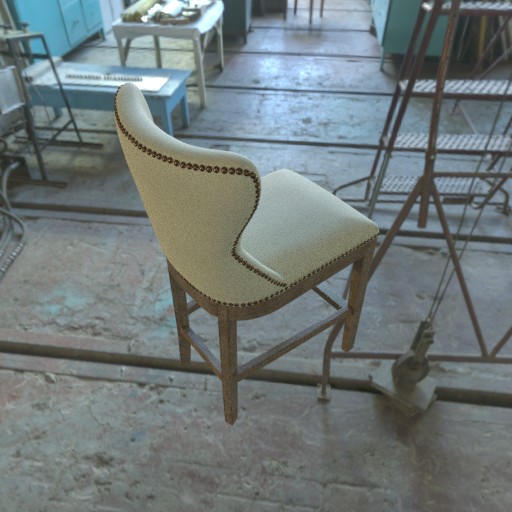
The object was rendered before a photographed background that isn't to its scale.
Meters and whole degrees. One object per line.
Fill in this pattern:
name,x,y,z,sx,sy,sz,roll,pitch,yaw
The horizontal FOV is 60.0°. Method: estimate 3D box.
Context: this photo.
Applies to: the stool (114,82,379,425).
stool,0.000,0.000,1.306,0.608,0.981,0.498,-28,49,-27
